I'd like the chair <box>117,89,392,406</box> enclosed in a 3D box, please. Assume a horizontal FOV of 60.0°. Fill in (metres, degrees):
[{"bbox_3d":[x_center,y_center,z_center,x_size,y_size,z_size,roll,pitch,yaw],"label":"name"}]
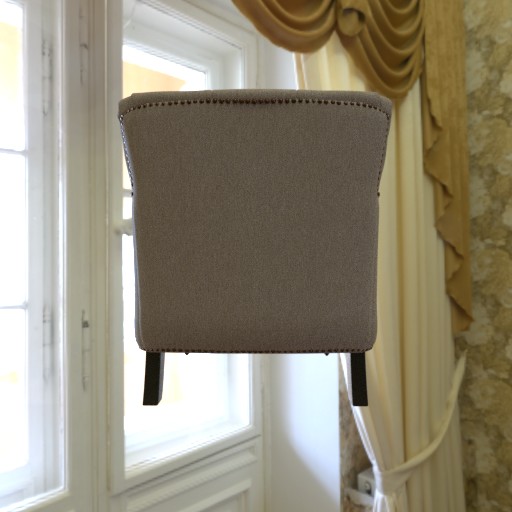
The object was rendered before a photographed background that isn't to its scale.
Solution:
[{"bbox_3d":[0.000,0.000,1.495,0.737,0.823,0.902,0,0,1],"label":"chair"}]
